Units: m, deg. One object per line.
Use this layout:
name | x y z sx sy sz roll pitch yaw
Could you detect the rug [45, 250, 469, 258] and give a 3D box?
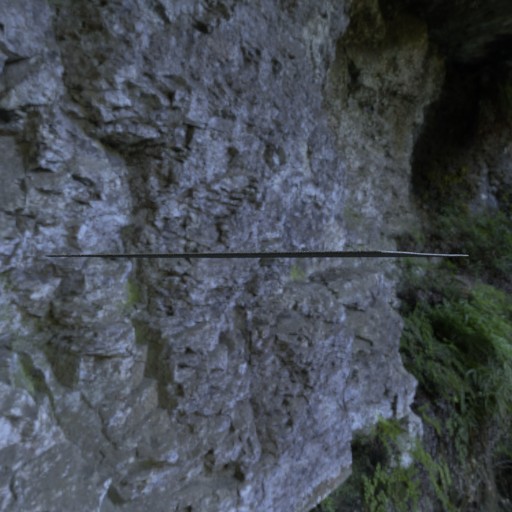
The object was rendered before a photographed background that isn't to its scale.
rug | 0.000 0.000 5.034 3.935 0.025 2.782 0 -1 36
